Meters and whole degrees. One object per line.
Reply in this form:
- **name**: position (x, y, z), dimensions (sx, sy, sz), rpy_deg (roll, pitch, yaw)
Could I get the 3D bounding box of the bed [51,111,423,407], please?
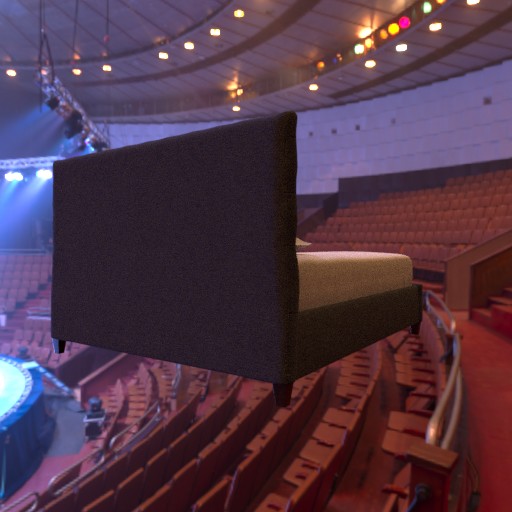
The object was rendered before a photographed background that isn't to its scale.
- **bed**: position (0.000, 0.000, 3.646), dimensions (2.078, 1.427, 2.387), rpy_deg (0, 1, 35)
